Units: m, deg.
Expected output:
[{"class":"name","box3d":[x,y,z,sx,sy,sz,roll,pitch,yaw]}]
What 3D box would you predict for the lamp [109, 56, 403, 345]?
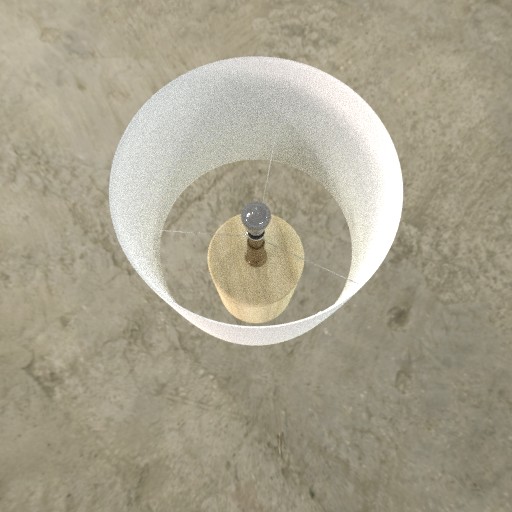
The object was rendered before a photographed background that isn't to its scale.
[{"class":"lamp","box3d":[0.000,0.000,0.555,0.228,0.444,0.228,-16,75,-4]}]
